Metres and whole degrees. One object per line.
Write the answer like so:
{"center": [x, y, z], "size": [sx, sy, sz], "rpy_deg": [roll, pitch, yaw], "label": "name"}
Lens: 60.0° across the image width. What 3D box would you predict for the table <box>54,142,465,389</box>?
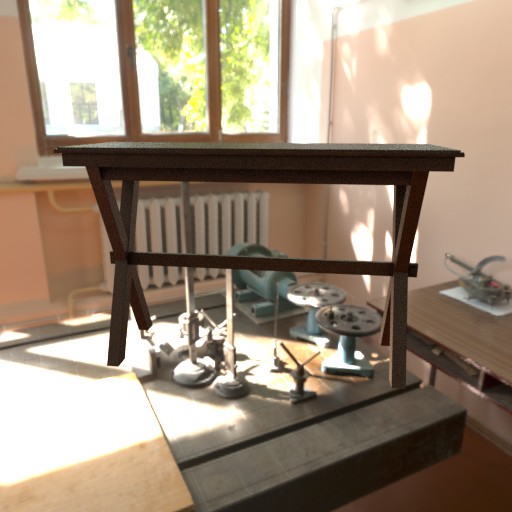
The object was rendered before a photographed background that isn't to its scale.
{"center": [0.000, 0.000, 1.575], "size": [1.197, 0.763, 0.399], "rpy_deg": [2, 17, 8], "label": "table"}
